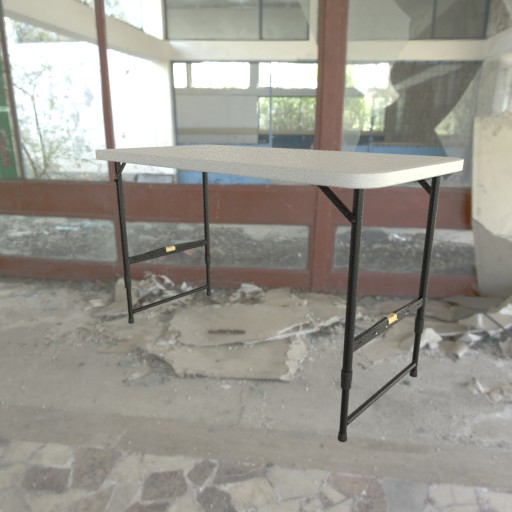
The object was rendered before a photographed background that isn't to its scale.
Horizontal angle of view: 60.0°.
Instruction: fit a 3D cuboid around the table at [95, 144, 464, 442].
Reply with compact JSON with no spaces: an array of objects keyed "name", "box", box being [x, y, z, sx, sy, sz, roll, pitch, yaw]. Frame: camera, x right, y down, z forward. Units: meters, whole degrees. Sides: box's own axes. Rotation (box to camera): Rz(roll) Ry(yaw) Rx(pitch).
[{"name":"table","box":[0.000,0.000,1.629,1.219,0.737,0.610,15,23,41]}]
